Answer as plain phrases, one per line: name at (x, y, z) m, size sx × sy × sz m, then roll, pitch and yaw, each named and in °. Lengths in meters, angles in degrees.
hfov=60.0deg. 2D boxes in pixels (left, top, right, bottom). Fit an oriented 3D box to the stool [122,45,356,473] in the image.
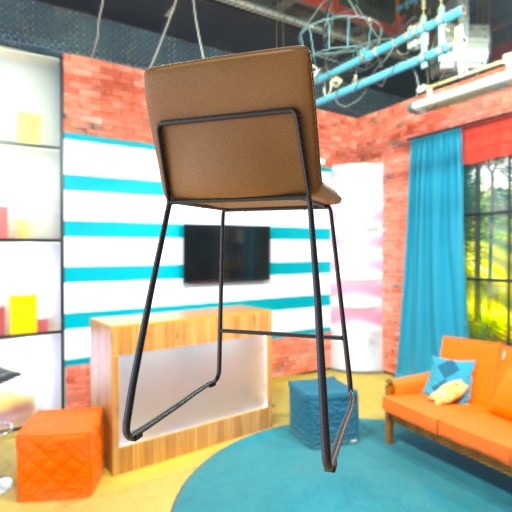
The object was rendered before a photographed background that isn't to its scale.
stool at (0.000, 0.000, 1.182) m, size 0.489 × 0.866 × 0.524 m, roll 0°, pitch 1°, yaw 18°
